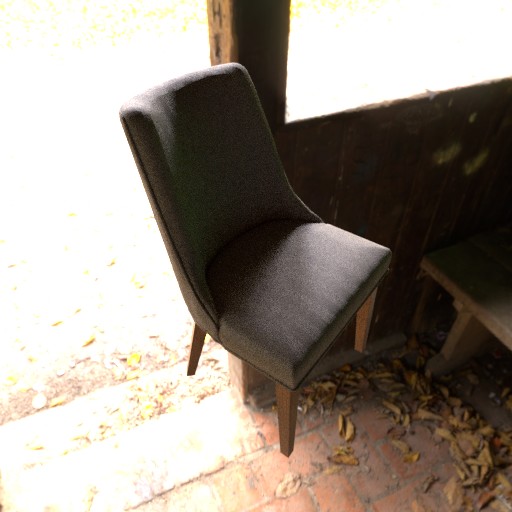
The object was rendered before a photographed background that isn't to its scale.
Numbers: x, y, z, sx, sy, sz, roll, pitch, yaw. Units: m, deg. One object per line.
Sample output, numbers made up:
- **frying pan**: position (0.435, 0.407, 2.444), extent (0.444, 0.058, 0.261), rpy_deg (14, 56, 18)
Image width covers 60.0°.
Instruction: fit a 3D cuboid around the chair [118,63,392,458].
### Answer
- **chair**: position (0.000, 0.000, 1.304), extent (0.636, 0.916, 0.548), rpy_deg (26, 48, 27)
